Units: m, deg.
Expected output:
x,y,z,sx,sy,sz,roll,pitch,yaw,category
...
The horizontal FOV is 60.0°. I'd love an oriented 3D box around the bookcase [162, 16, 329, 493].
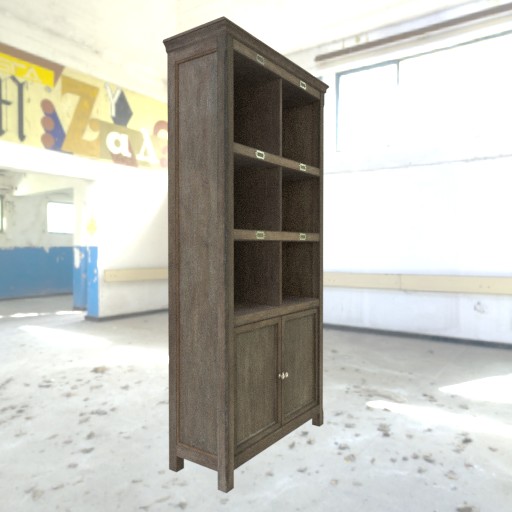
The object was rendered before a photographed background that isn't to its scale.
x,y,z,sx,sy,sz,roll,pitch,yaw,category
0.000,0.000,2.191,0.348,1.880,0.906,1,1,35,bookcase
